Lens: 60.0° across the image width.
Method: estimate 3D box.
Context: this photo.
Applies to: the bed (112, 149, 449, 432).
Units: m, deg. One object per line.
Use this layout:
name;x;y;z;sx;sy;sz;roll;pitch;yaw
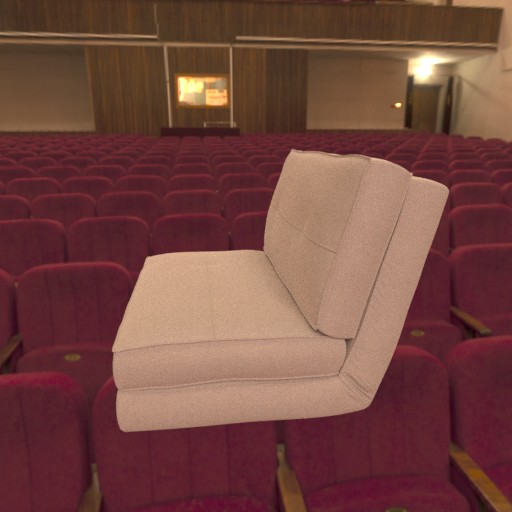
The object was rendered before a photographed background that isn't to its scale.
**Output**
bed;0.000;0.000;1.326;0.749;0.614;0.799;-2;15;-8
